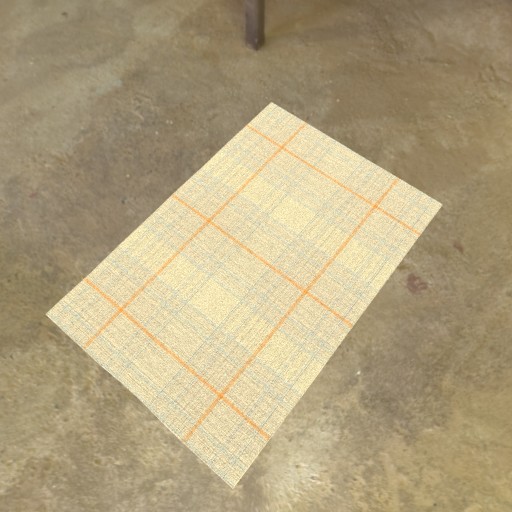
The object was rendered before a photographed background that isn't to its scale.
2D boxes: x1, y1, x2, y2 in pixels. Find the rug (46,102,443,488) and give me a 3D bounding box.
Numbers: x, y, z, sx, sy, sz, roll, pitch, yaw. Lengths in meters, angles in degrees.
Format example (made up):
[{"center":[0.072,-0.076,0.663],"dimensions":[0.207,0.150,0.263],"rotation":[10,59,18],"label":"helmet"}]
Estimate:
[{"center":[0.000,0.000,2.353],"dimensions":[1.232,0.015,1.825],"rotation":[36,69,16],"label":"rug"}]
